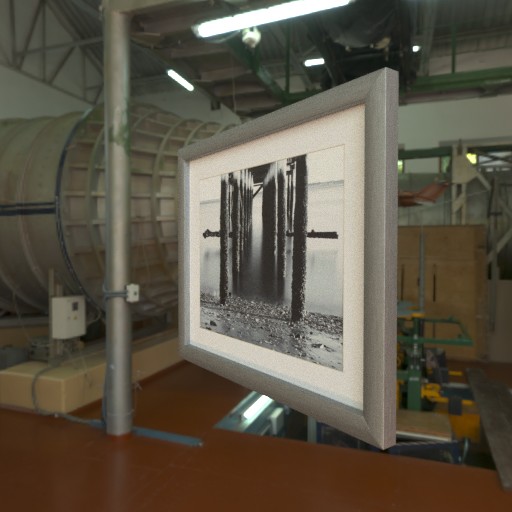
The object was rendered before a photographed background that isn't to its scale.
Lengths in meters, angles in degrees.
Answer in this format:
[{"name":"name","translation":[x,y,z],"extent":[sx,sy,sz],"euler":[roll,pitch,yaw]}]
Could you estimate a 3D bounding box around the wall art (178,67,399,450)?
[{"name":"wall art","translation":[0.000,0.000,0.760],"extent":[0.028,0.457,0.556],"euler":[-1,2,-36]}]
